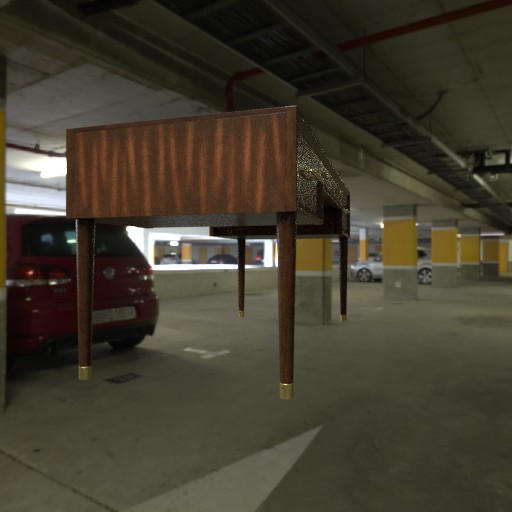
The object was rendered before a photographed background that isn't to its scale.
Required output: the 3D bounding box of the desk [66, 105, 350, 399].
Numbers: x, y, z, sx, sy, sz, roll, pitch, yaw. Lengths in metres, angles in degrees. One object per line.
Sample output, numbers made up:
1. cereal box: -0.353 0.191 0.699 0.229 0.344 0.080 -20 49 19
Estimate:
1. desk: 0.000 0.000 1.988 0.724 0.762 1.575 0 0 17
